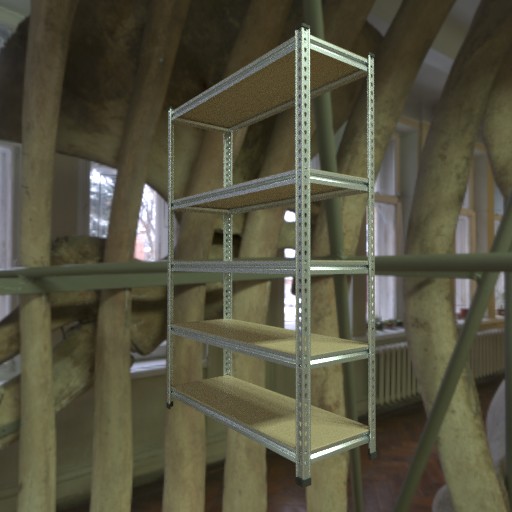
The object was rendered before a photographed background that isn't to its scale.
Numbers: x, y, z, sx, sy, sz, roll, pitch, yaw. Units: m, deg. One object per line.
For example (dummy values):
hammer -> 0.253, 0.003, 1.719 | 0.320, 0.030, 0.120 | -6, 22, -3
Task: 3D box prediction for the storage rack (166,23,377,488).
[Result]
storage rack -> 0.000, 0.000, 2.363 | 0.457, 1.829, 1.219 | 1, -1, -37
